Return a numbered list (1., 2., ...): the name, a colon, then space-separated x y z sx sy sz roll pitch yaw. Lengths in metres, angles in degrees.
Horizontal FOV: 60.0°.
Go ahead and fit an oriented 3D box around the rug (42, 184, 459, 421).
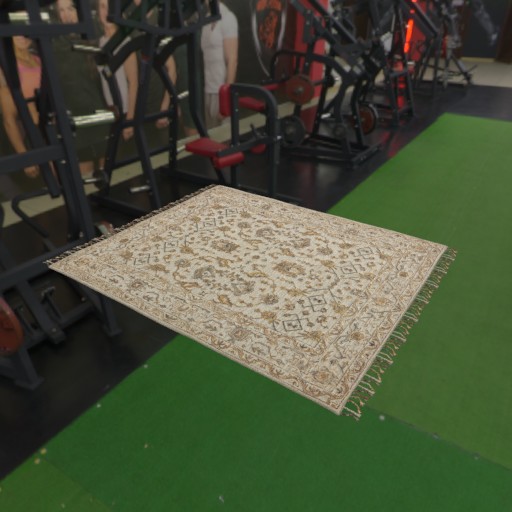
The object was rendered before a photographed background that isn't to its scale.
1. rug: 0.000 0.000 4.105 3.061 0.034 2.426 19 35 30
